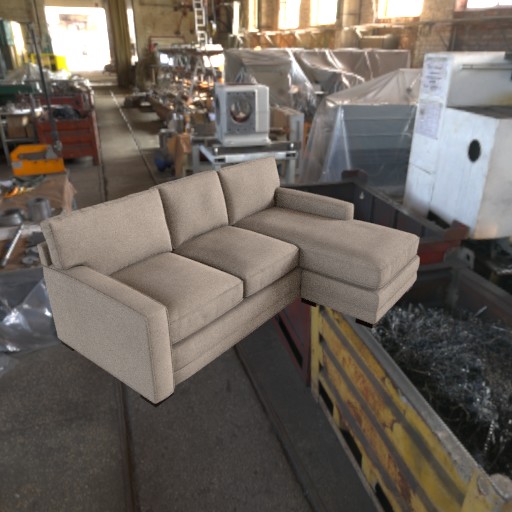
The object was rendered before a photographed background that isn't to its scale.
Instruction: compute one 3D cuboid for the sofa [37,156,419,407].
[{"bbox_3d":[0.000,0.000,2.901,1.496,0.861,2.087,18,31,34],"label":"sofa"}]
